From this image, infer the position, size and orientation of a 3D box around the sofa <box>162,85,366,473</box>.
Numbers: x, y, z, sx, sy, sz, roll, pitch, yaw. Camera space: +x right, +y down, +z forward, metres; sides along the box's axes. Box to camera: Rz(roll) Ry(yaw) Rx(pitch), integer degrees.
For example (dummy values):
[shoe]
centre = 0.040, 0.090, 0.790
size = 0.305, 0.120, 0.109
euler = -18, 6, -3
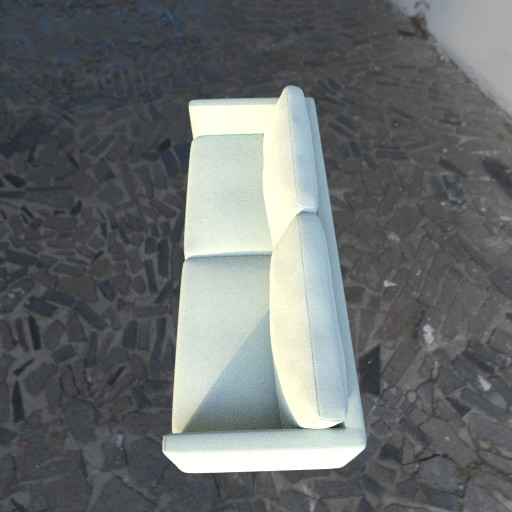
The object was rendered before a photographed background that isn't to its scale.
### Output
[sofa]
centre = 0.000, 0.000, 2.844
size = 0.948, 0.965, 2.434
euler = -1, 57, -1
